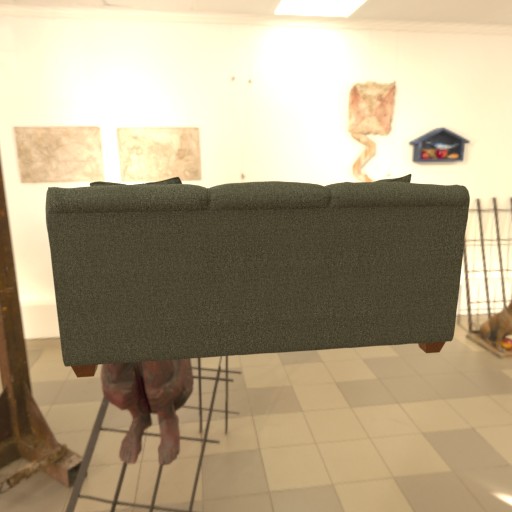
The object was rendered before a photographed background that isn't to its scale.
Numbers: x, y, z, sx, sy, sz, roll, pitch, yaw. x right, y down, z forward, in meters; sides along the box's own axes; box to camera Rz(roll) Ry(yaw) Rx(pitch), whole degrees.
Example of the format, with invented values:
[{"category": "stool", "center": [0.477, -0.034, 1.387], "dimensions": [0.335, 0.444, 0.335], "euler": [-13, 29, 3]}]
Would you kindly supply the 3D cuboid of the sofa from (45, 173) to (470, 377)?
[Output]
[{"category": "sofa", "center": [0.000, 0.000, 2.610], "dimensions": [2.024, 0.958, 0.997], "euler": [-2, 14, -8]}]
